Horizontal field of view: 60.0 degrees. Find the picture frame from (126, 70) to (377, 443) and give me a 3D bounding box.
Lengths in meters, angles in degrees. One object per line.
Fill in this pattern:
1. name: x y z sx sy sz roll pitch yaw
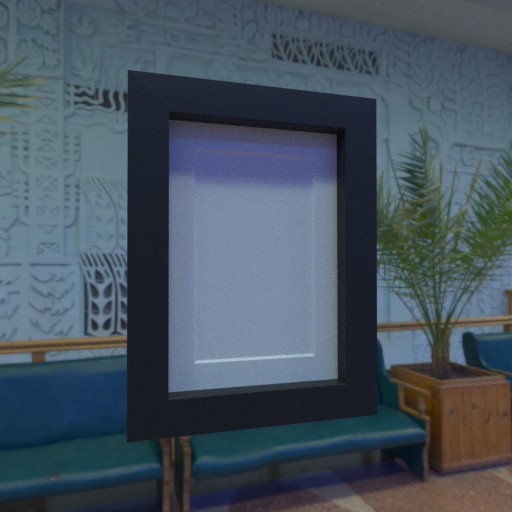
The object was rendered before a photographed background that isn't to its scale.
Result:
1. picture frame: 0.000 0.000 0.282 0.157 0.208 0.028 0 -1 -16
